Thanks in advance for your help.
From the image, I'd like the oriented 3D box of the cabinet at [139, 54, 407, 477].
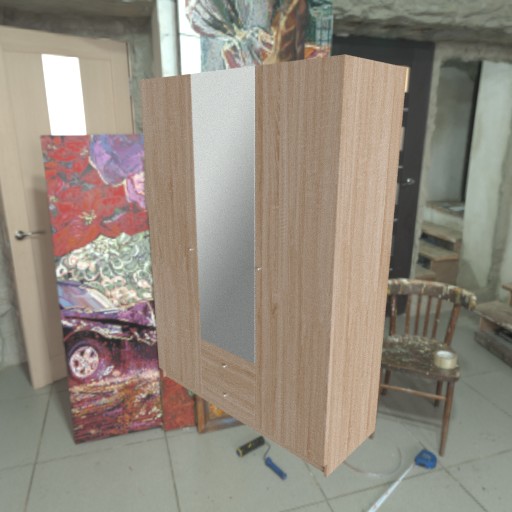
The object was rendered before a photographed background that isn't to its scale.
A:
[{"bbox_3d":[0.000,0.000,2.780,1.500,2.120,0.590,15,22,41],"label":"cabinet"}]
